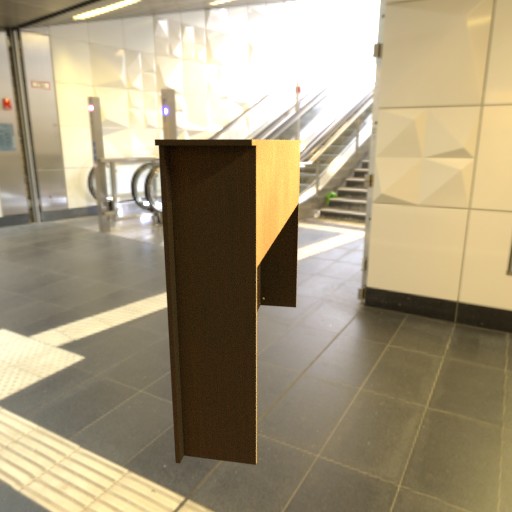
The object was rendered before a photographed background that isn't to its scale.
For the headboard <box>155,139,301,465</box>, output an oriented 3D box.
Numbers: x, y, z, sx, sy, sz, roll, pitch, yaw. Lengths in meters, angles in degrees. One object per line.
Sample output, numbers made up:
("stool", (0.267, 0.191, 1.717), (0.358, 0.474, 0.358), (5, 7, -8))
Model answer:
("headboard", (0.000, 0.000, 2.156), (0.279, 1.092, 1.671), (3, 15, 10))
